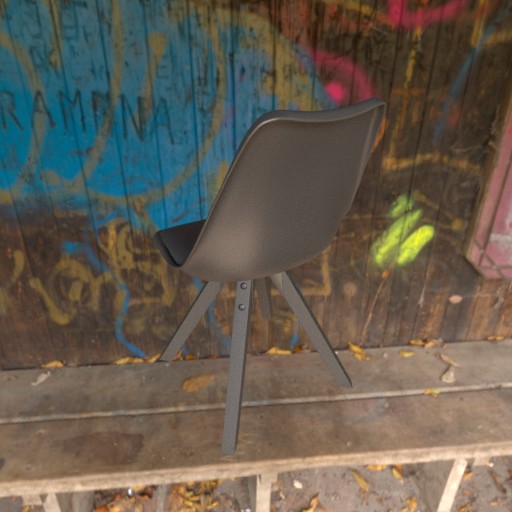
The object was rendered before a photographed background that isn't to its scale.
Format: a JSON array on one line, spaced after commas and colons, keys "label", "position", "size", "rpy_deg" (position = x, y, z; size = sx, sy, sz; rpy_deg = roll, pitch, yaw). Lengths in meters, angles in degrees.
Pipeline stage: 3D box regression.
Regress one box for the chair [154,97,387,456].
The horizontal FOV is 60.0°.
[{"label": "chair", "position": [0.000, 0.000, 1.175], "size": [0.485, 0.850, 0.530], "rpy_deg": [-18, 34, -29]}]
